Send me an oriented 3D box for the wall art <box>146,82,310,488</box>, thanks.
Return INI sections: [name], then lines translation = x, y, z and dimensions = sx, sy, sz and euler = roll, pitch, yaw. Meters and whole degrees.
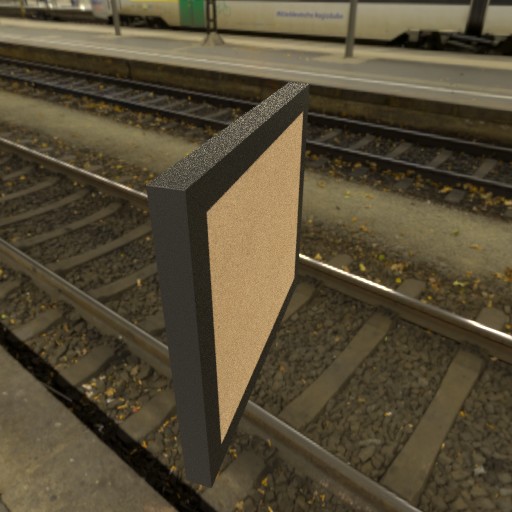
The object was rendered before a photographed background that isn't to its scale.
[wall art]
translation = 0.000, 0.000, 0.521
dimensions = 0.028, 0.321, 0.381
euler = 9, 32, 15
